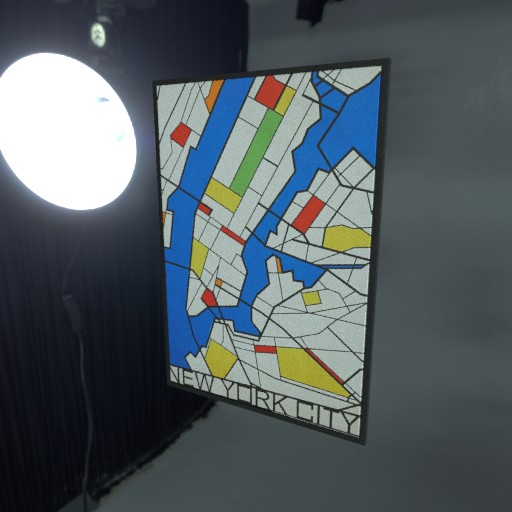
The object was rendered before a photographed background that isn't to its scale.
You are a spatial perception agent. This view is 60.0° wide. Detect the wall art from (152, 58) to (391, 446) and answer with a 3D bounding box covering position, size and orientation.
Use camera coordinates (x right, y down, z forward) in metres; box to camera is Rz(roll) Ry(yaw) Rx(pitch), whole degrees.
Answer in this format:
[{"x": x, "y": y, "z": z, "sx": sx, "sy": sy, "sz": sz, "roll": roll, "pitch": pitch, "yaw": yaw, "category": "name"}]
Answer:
[{"x": 0.000, "y": 0.000, "z": 0.843, "sx": 0.457, "sy": 0.657, "sz": 0.013, "roll": 7, "pitch": 15, "yaw": 28, "category": "wall art"}]
